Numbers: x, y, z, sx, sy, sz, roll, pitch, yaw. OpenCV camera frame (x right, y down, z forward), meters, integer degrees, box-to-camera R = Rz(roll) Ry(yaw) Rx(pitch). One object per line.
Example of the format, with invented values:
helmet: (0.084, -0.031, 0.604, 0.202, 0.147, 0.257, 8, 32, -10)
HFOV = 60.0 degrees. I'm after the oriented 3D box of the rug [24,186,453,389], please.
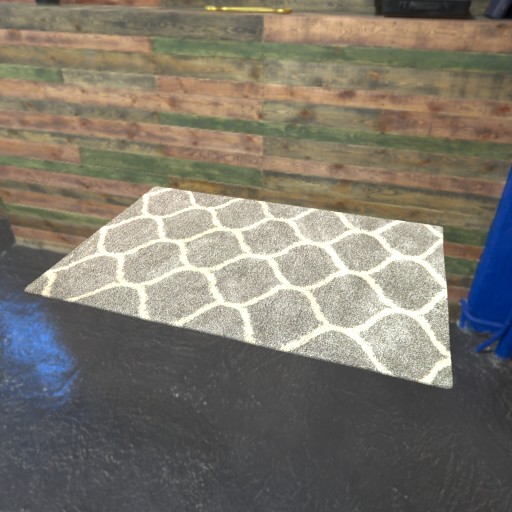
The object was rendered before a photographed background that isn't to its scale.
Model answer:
rug: (0.000, 0.000, 3.333, 2.701, 0.026, 1.801, 10, 34, 15)
